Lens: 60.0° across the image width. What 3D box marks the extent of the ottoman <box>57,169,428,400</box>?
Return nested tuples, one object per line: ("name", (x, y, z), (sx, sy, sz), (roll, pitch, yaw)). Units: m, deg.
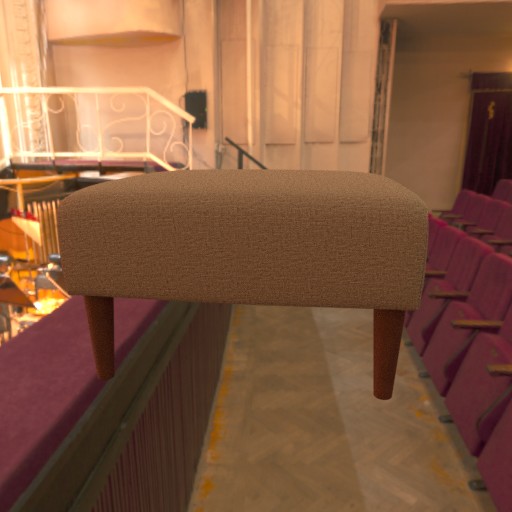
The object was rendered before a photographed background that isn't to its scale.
("ottoman", (0.000, 0.000, 1.074), (0.650, 0.398, 0.649), (2, 14, 7))
